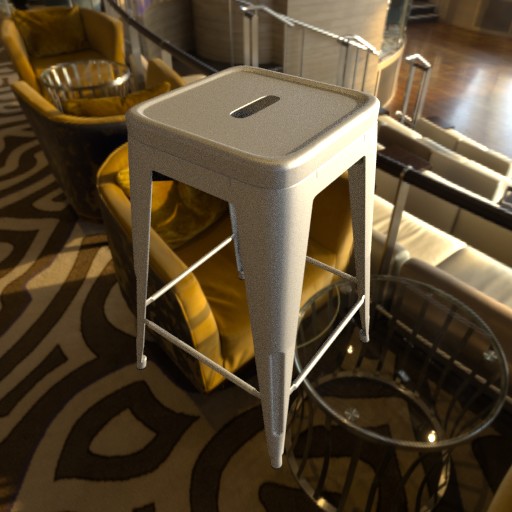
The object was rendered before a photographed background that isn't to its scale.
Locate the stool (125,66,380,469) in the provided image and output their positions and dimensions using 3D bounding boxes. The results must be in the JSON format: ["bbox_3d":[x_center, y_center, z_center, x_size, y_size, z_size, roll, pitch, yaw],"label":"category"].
[{"bbox_3d":[0.000,0.000,0.876,0.406,0.610,0.406,25,46,27],"label":"stool"}]
